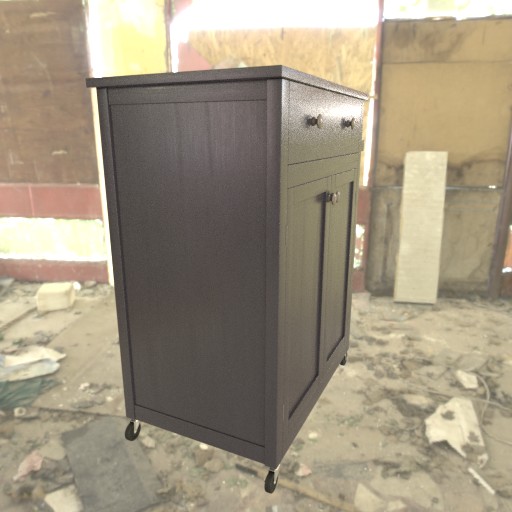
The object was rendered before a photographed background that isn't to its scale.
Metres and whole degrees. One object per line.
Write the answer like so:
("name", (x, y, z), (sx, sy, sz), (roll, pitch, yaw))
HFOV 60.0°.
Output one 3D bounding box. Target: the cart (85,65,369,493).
("cart", (0.000, 0.000, 1.233), (0.449, 0.878, 0.690), (7, 17, 25))
